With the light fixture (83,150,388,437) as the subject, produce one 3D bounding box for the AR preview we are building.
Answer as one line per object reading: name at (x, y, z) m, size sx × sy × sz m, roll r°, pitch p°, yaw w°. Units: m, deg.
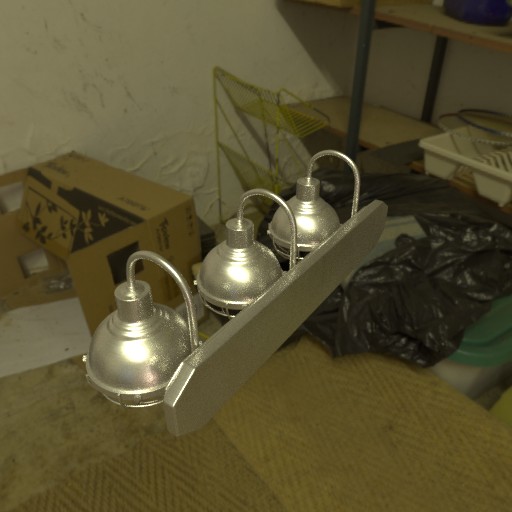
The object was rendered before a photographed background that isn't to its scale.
light fixture at (0.000, 0.000, 0.764) m, size 0.229 × 0.254 × 0.634 m, roll 20°, pitch 37°, yaw 30°
